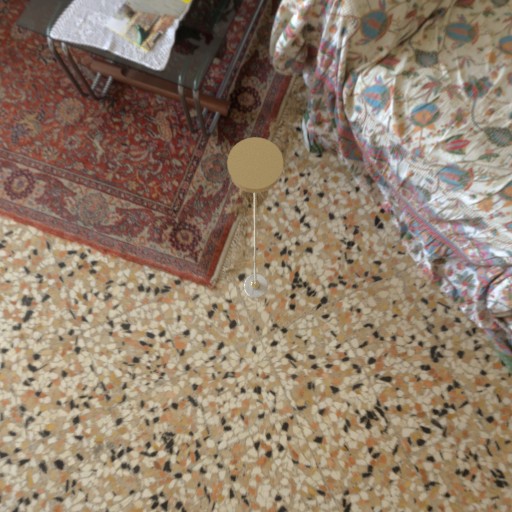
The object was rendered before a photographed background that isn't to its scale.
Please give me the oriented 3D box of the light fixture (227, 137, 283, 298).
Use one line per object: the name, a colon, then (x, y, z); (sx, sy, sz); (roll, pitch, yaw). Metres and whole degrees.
light fixture: (0.000, 0.000, 1.761); (0.129, 1.669, 0.129); (-15, 77, -4)
